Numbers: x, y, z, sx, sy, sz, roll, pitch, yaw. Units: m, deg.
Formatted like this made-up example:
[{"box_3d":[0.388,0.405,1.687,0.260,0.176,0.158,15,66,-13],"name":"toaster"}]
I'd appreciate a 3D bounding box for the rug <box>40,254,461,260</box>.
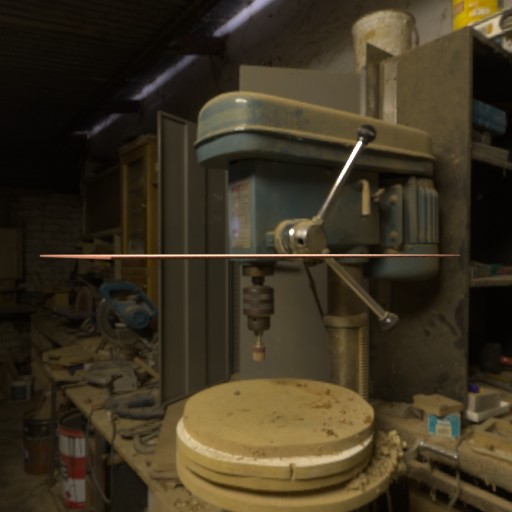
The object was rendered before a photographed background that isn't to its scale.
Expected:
[{"box_3d":[0.000,0.000,3.020,2.438,0.014,1.524,0,0,-35],"name":"rug"}]
